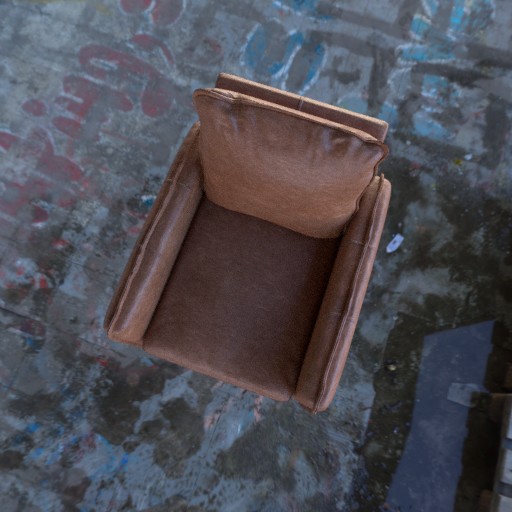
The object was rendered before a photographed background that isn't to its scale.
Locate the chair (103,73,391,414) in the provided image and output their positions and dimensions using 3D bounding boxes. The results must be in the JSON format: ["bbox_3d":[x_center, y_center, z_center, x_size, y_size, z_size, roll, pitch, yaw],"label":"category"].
[{"bbox_3d":[0.000,0.000,1.637,0.830,0.922,0.922,19,76,5],"label":"chair"}]
